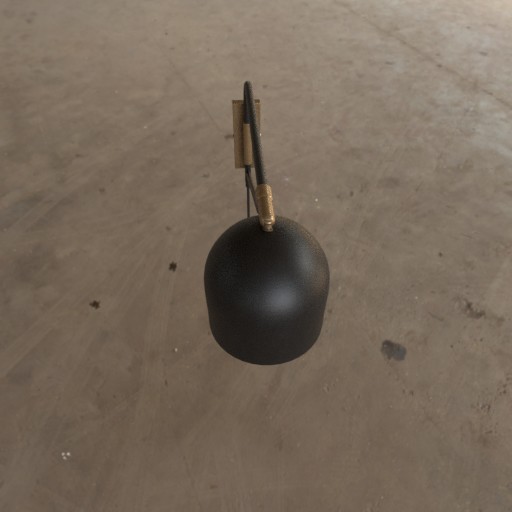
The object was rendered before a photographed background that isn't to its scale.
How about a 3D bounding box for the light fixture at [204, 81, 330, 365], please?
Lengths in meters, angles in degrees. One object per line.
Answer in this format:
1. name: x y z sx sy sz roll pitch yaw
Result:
1. light fixture: 0.000 0.000 1.085 0.215 0.696 0.720 -3 47 -3
